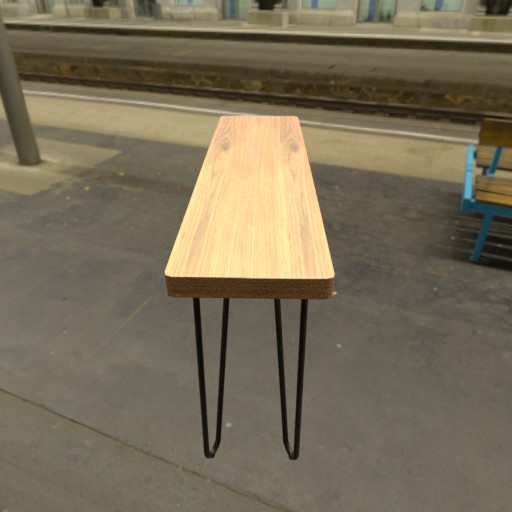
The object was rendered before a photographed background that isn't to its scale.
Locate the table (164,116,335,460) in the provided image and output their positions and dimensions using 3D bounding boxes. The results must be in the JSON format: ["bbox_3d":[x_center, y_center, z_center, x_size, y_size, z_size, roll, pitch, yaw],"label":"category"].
[{"bbox_3d":[0.000,0.000,1.966,0.425,0.834,1.570,1,31,1],"label":"table"}]
